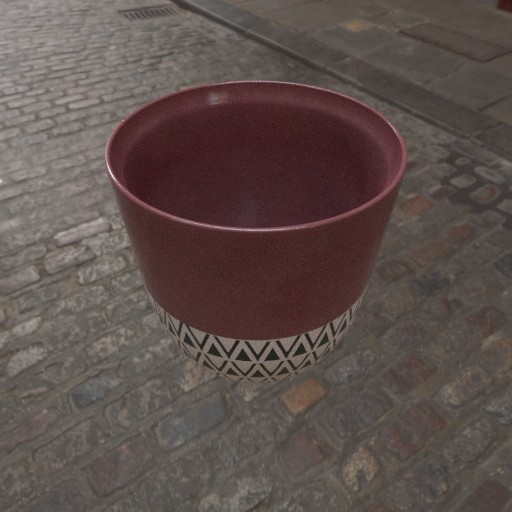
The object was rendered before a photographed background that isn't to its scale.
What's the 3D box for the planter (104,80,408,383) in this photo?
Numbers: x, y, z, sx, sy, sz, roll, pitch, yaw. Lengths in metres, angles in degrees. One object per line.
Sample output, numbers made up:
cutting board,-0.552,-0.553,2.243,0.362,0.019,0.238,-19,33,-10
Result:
planter,0.000,0.000,0.365,0.195,0.214,0.195,0,43,0
